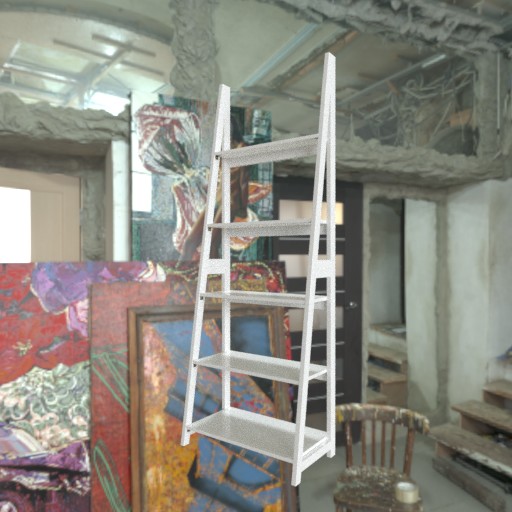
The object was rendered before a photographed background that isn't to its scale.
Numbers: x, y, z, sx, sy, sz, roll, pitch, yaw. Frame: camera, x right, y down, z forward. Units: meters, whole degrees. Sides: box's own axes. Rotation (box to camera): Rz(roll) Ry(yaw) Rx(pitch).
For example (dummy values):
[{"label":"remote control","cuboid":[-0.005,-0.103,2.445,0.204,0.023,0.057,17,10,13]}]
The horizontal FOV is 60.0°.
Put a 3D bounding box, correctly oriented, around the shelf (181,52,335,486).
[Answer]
[{"label":"shelf","cuboid":[0.000,0.000,2.034,0.636,1.779,0.341,0,0,36]}]
